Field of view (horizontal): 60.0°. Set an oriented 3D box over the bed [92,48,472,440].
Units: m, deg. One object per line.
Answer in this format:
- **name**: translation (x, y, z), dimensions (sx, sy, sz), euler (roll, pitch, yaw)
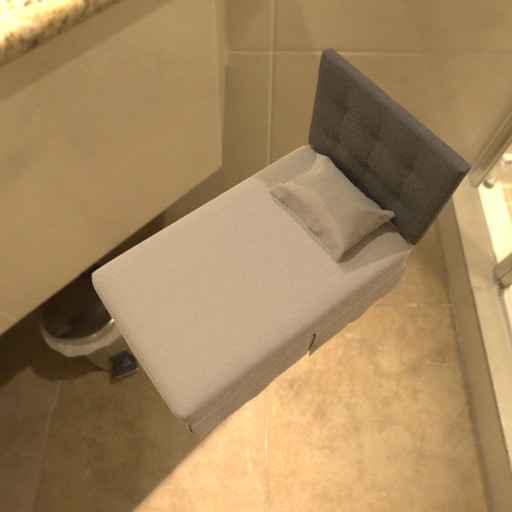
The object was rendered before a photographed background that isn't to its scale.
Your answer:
- **bed**: translation (0.000, 0.000, 2.933), dimensions (1.997, 1.571, 1.261), euler (-34, 68, -15)
